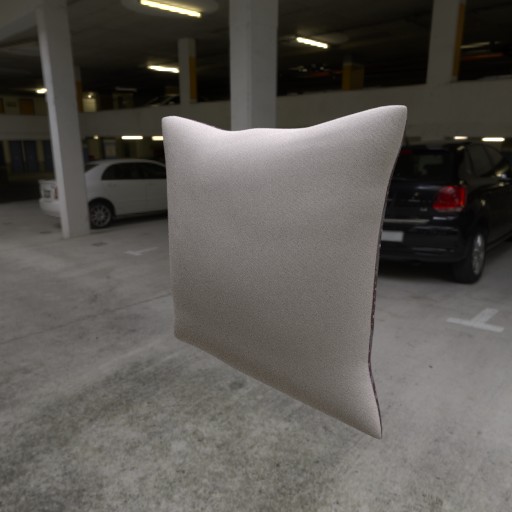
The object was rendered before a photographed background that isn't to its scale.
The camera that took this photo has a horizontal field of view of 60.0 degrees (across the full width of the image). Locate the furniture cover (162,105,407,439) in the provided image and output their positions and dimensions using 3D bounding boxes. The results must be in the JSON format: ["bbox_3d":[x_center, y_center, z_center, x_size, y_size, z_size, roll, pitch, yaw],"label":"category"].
[{"bbox_3d":[0.000,0.000,0.823,0.552,0.509,0.193,14,21,42],"label":"furniture cover"}]
